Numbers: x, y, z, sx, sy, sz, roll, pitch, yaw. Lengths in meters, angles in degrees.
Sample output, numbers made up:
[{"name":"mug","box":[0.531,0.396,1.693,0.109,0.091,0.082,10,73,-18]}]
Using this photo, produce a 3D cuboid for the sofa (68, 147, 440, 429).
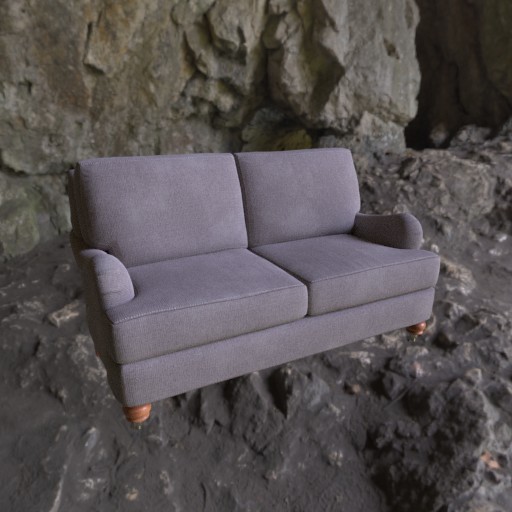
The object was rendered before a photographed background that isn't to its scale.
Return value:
[{"name":"sofa","box":[0.000,0.000,2.486,1.853,1.101,1.084,-9,20,-27]}]
